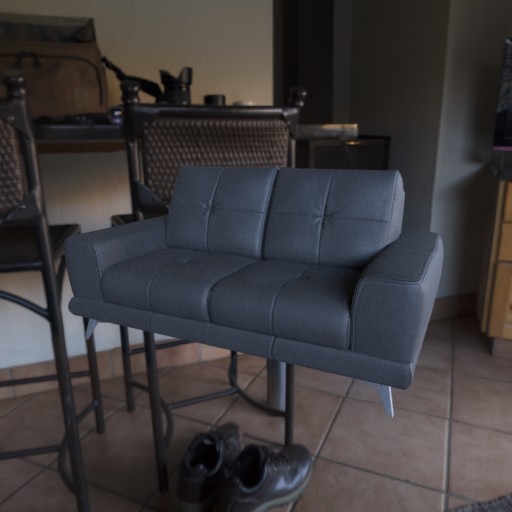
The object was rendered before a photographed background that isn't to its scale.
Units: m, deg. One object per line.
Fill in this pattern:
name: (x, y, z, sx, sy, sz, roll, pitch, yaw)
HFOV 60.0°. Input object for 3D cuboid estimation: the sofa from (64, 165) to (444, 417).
sofa: (0.000, 0.000, 2.360, 1.806, 0.907, 1.018, 7, 16, 25)
